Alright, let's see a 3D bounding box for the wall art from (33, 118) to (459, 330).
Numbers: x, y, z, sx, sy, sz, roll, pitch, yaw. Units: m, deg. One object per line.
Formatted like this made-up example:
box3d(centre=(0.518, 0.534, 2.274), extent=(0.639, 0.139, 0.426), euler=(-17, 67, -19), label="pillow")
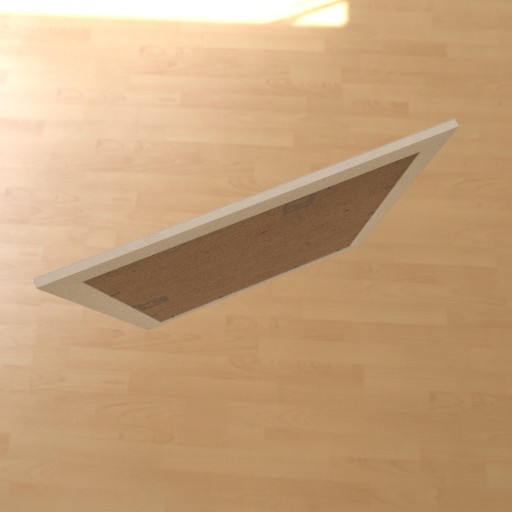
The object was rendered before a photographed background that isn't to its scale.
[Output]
box3d(centre=(0.000, 0.000, 0.854), extent=(0.584, 0.584, 0.013), euler=(-22, 77, -5), label="wall art")
